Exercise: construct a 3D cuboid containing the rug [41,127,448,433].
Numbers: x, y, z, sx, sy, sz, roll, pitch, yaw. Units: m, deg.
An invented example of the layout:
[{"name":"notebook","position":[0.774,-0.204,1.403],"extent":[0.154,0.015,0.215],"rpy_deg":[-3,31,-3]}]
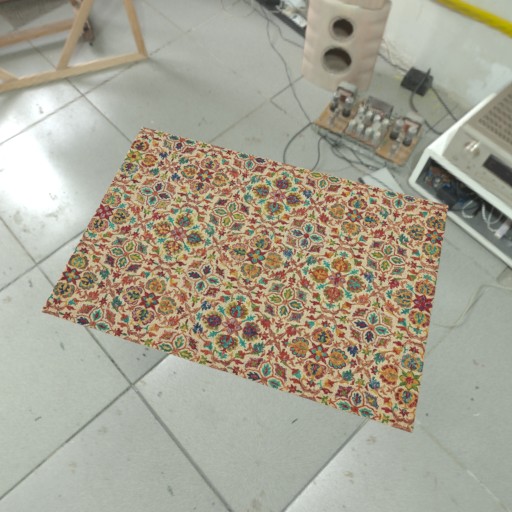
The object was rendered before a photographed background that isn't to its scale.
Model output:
[{"name":"rug","position":[0.000,0.000,2.315],"extent":[1.838,0.013,1.226],"rpy_deg":[16,66,7]}]
